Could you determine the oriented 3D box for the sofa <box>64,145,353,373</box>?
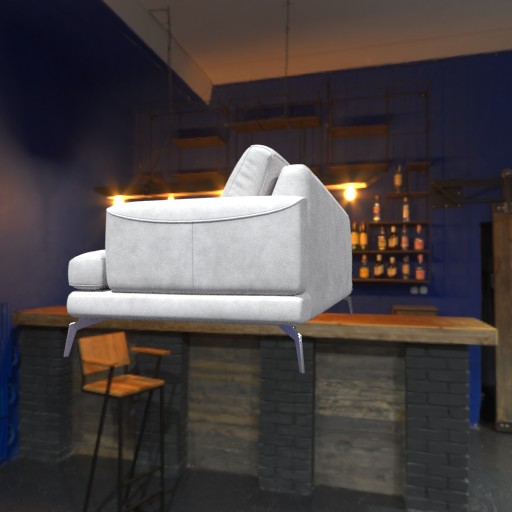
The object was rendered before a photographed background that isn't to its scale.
[{"bbox_3d":[0.000,0.000,2.554,0.980,0.830,2.013,0,-2,17],"label":"sofa"}]
